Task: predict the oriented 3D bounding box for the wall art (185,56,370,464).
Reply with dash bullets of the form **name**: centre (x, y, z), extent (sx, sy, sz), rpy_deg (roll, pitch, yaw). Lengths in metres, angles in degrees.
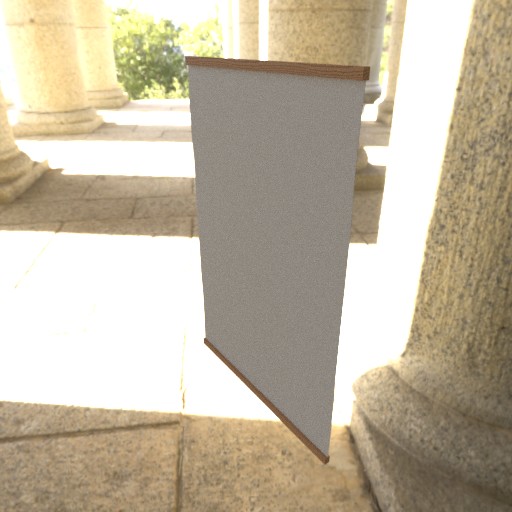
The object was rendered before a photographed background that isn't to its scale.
- **wall art**: centre (0.000, 0.000, 1.880), extent (0.025, 1.521, 1.011), rpy_deg (-18, 31, -32)
